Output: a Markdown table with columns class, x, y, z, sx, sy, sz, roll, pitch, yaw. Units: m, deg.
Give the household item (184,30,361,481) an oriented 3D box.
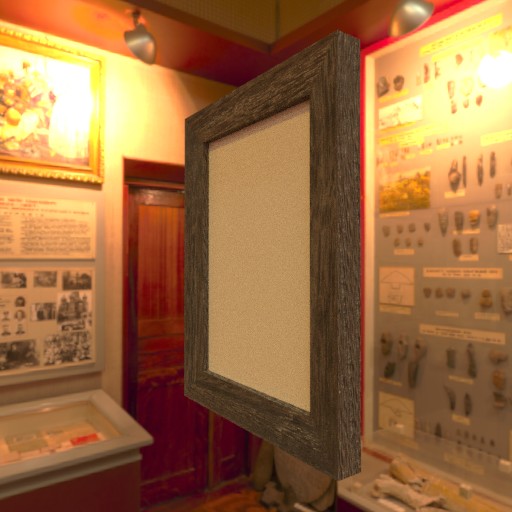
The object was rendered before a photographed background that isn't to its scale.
| class | x | y | z | sx | sy | sz | roll | pitch | yaw |
| --- | --- | --- | --- | --- | --- | --- | --- | --- | --- |
| household item | 0.000 | 0.000 | 0.277 | 0.020 | 0.210 | 0.160 | 0 | -1 | -35 |
